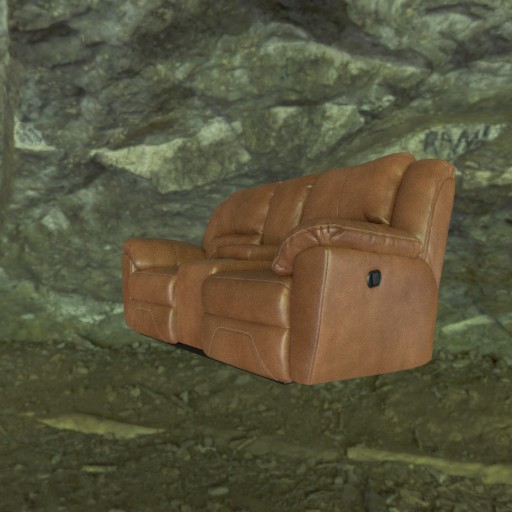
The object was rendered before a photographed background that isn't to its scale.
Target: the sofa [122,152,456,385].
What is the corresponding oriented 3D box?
[{"bbox_3d":[0.000,0.000,2.608,0.991,1.043,2.058,0,-1,-36],"label":"sofa"}]
